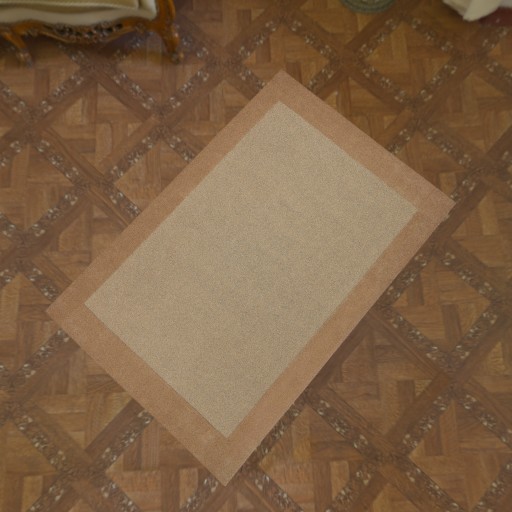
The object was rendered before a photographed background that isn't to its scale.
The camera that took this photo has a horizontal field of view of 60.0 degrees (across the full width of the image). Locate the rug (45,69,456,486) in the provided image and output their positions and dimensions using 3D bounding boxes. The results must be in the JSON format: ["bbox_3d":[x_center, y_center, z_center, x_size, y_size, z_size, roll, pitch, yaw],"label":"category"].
[{"bbox_3d":[0.000,0.000,2.284,1.219,0.014,1.829,40,80,8],"label":"rug"}]
